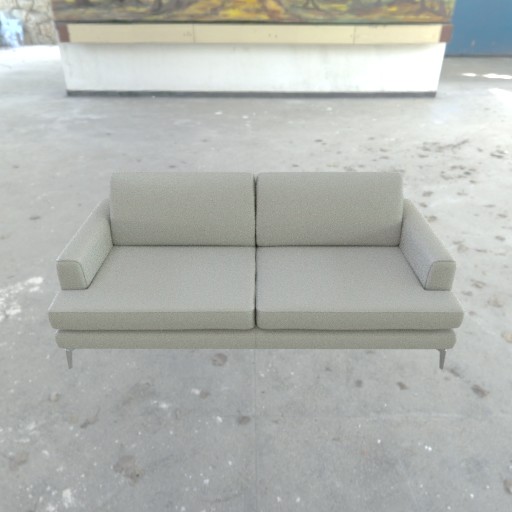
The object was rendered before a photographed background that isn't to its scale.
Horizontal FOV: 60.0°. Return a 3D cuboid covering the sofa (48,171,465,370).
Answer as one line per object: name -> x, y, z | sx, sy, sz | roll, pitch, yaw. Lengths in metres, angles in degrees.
sofa -> 0.000, 0.000, 2.428 | 1.940, 0.765, 0.974 | 0, 31, 0
